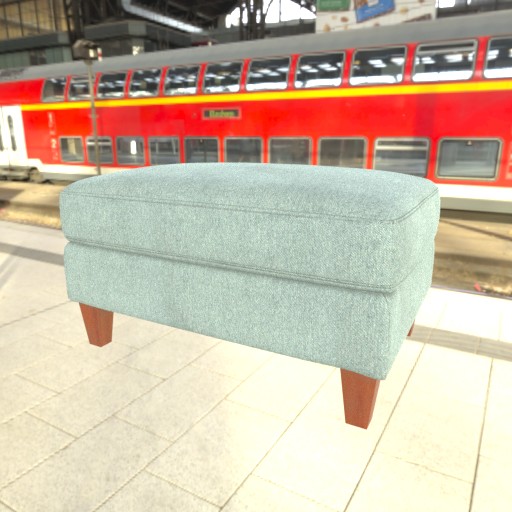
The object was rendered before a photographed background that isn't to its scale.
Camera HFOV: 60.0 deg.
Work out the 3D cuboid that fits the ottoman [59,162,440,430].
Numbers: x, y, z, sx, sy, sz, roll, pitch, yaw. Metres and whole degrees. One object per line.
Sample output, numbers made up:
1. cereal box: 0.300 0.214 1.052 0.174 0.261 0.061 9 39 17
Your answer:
1. ottoman: 0.000 0.000 1.198 0.864 0.483 0.584 8 18 27
